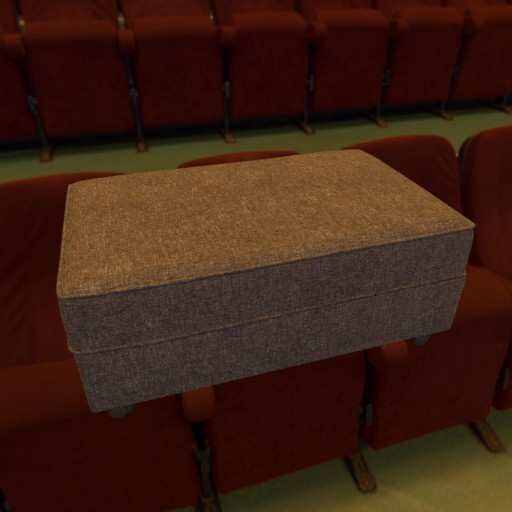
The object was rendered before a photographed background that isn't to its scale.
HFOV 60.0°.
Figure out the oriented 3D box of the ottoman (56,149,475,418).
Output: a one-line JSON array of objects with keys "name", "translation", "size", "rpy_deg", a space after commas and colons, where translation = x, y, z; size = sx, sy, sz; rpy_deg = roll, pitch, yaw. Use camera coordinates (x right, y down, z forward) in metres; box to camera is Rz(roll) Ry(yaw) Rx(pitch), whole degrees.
[{"name": "ottoman", "translation": [0.000, 0.000, 1.517], "size": [1.184, 0.487, 0.717], "rpy_deg": [-9, 34, -14]}]
